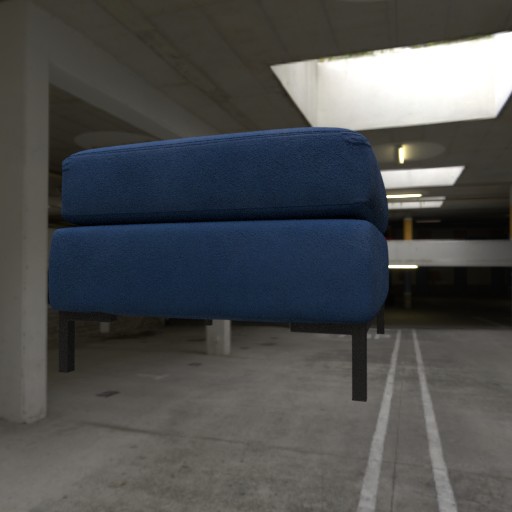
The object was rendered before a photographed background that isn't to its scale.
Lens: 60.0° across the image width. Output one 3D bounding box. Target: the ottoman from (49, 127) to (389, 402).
[{"bbox_3d":[0.000,0.000,1.162,0.655,0.485,0.794,0,-1,18],"label":"ottoman"}]
